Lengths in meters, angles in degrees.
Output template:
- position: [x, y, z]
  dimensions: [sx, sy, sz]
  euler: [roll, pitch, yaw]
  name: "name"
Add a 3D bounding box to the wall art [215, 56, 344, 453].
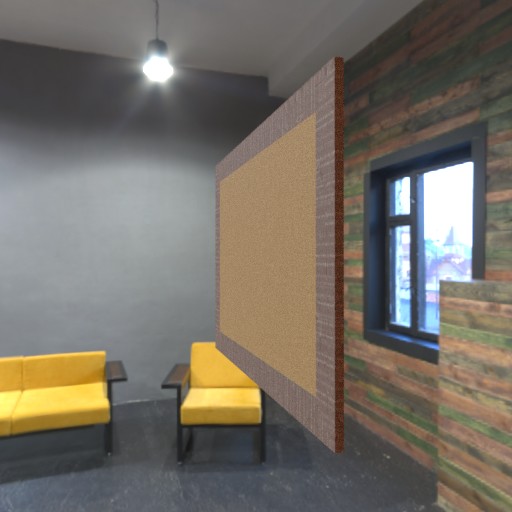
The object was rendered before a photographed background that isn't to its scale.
- position: [0.000, 0.000, 1.353]
  dimensions: [0.020, 0.761, 1.056]
  euler: [0, 0, -18]
  name: "wall art"
